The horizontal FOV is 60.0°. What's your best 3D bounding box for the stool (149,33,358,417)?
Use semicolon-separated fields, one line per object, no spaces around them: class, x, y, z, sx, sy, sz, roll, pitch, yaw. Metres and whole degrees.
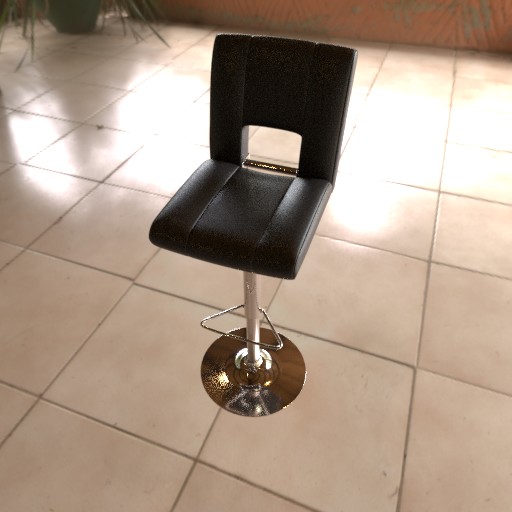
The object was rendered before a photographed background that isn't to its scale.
stool;0.000;0.000;1.386;0.415;1.151;0.520;14;44;15
